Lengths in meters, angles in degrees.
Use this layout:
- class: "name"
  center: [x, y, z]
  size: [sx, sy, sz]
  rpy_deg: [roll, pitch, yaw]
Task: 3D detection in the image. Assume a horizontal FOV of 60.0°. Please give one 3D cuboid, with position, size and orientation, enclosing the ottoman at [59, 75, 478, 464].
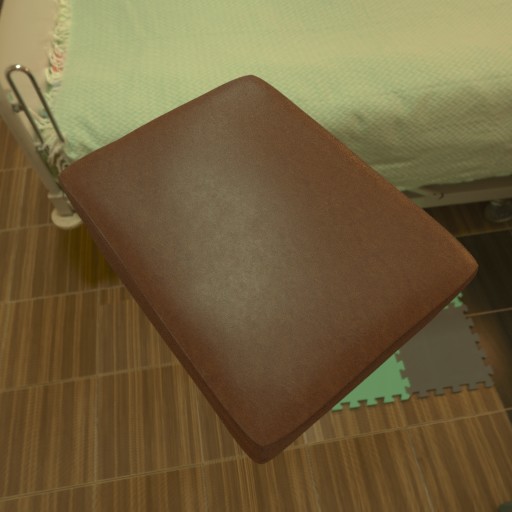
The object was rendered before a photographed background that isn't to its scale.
- class: "ottoman"
  center: [0.000, 0.000, 1.210]
  size: [0.650, 0.485, 0.851]
  rpy_deg: [-34, 66, -18]
